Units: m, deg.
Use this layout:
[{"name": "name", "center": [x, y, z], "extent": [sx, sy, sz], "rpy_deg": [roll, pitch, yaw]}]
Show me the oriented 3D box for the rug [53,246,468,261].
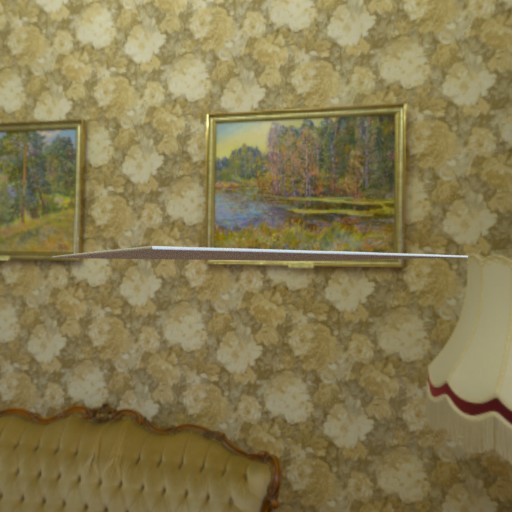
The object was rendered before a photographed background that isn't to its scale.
[{"name": "rug", "center": [0.000, 0.000, 3.945], "extent": [2.921, 0.032, 2.311], "rpy_deg": [1, -2, -36]}]
